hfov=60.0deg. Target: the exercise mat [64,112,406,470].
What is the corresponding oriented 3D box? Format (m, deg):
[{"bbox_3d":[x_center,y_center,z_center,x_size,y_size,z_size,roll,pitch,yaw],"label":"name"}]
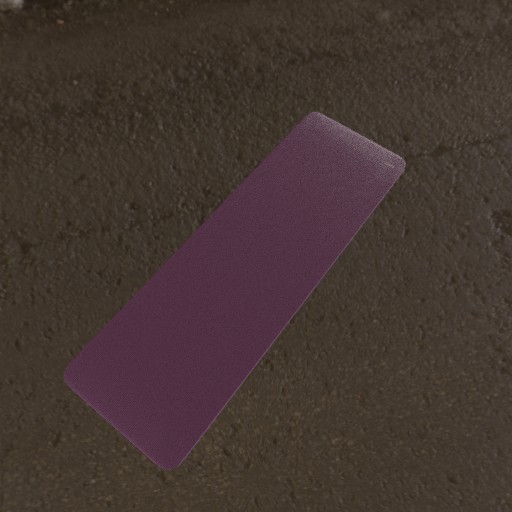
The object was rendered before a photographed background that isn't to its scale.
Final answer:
[{"bbox_3d":[0.000,0.000,2.074,0.616,0.021,1.869,34,68,16],"label":"exercise mat"}]
